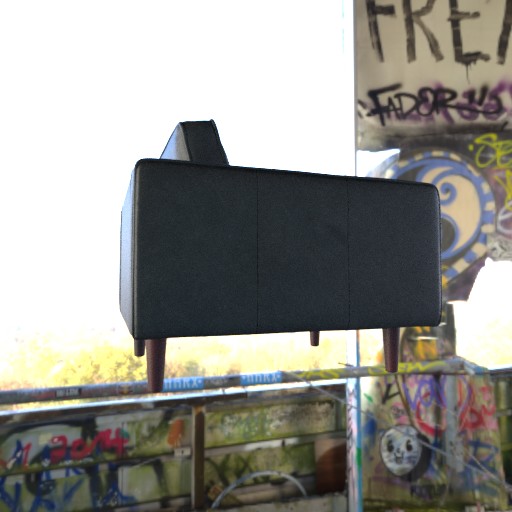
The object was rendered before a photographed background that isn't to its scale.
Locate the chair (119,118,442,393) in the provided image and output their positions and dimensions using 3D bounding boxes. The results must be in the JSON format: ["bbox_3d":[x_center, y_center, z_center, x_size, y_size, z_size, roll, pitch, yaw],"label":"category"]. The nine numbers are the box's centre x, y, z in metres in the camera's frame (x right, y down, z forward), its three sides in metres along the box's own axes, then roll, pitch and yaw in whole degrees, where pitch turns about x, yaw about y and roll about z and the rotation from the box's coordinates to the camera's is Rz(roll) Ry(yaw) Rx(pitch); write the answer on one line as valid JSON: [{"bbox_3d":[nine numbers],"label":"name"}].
[{"bbox_3d":[0.000,0.000,1.588,0.914,0.763,0.889,1,-3,-19],"label":"chair"}]
